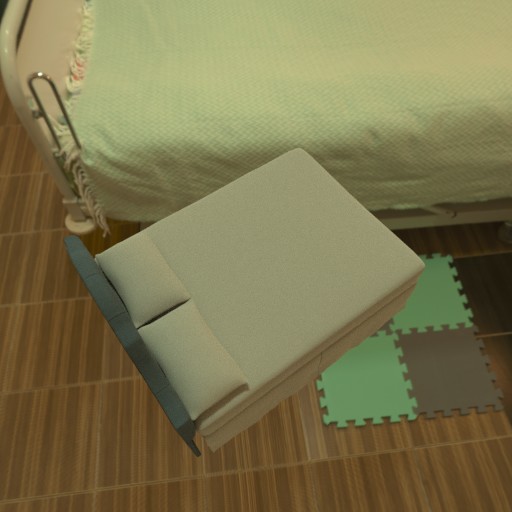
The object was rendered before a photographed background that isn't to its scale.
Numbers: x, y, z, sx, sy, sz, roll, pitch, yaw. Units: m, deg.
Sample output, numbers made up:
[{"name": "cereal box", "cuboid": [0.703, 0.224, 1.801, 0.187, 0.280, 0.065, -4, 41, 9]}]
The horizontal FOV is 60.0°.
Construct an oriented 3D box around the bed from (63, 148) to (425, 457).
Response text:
[{"name": "bed", "cuboid": [0.000, 0.000, 3.228, 2.155, 1.575, 1.636, -32, 63, -18]}]
